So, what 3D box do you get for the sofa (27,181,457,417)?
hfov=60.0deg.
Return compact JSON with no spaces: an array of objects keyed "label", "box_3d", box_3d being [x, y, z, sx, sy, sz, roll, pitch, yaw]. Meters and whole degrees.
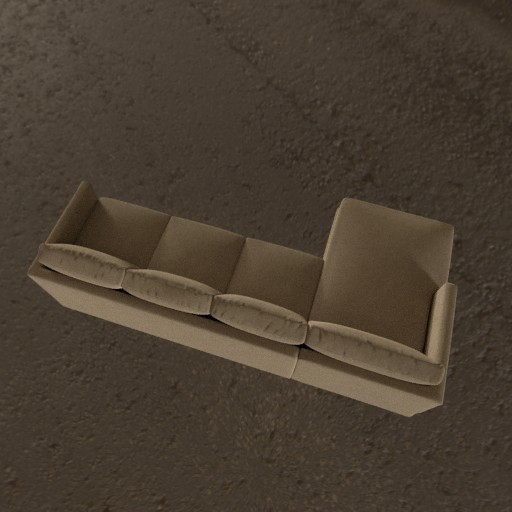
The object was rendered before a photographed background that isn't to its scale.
[{"label":"sofa","box_3d":[0.000,0.000,3.768,3.198,0.920,1.638,16,65,8]}]
